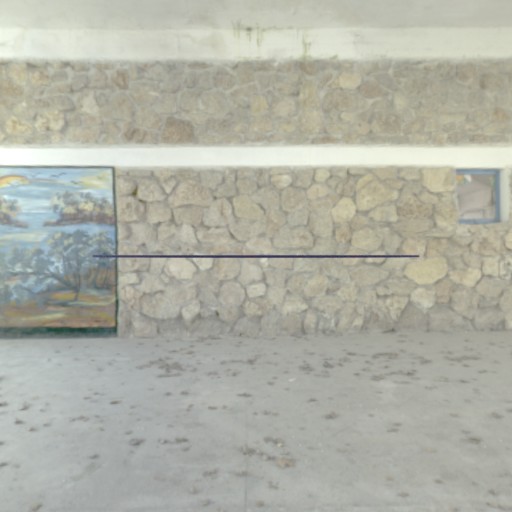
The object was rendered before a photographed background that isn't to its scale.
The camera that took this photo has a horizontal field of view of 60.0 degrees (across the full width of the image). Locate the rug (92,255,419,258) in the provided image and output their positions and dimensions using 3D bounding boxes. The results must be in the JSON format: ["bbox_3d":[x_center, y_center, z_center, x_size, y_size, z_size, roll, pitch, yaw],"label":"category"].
[{"bbox_3d":[0.000,0.000,3.446,2.386,0.014,2.386,0,0,0],"label":"rug"}]
